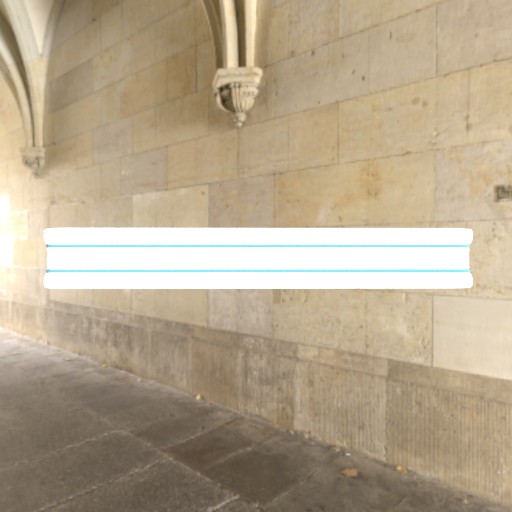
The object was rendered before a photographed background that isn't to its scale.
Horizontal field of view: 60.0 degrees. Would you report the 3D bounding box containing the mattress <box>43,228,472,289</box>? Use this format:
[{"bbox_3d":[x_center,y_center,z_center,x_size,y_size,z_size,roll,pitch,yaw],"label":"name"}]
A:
[{"bbox_3d":[0.000,0.000,2.645,1.600,0.230,2.000,0,1,-1],"label":"mattress"}]
